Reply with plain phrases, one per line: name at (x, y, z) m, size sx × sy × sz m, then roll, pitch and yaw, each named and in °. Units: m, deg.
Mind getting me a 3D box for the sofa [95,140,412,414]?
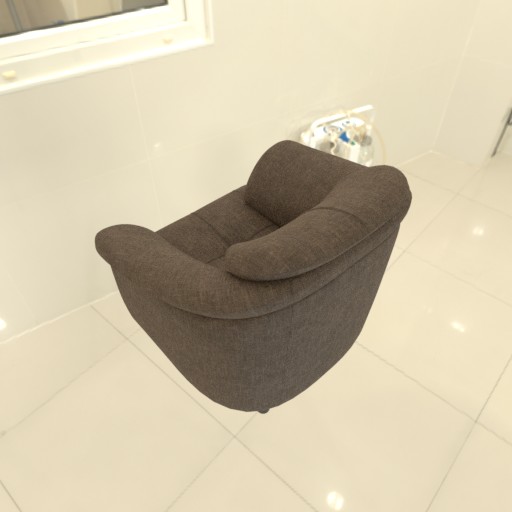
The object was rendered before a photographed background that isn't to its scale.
sofa at (0.000, 0.000, 1.514) m, size 0.870 × 0.811 × 0.794 m, roll -32°, pitch 54°, yaw -28°
